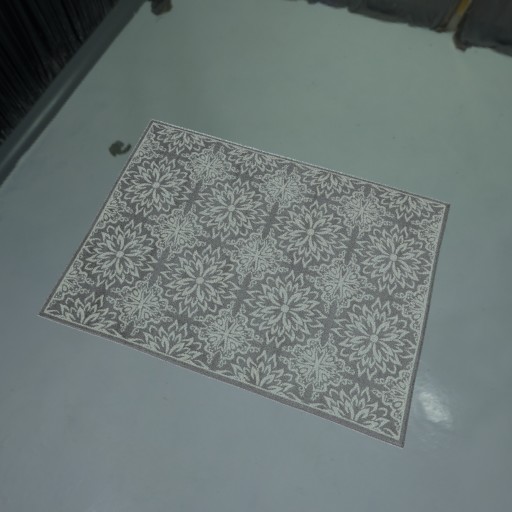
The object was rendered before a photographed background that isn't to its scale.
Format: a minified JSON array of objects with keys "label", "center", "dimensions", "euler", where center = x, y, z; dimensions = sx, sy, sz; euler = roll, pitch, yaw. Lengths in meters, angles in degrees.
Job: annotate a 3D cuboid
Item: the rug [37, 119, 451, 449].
[{"label":"rug","center":[0.000,0.000,2.816],"dimensions":[2.213,0.014,1.608],"euler":[18,66,8]}]
